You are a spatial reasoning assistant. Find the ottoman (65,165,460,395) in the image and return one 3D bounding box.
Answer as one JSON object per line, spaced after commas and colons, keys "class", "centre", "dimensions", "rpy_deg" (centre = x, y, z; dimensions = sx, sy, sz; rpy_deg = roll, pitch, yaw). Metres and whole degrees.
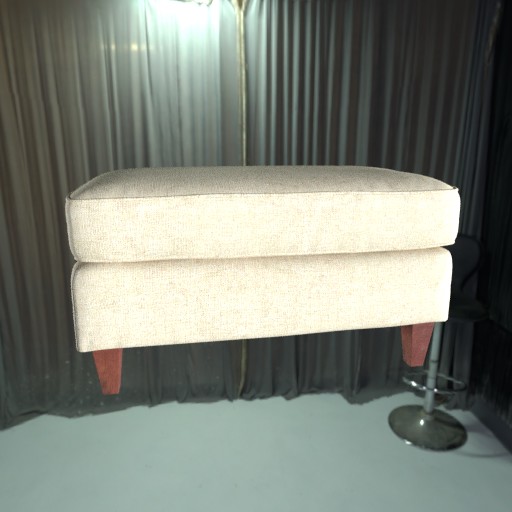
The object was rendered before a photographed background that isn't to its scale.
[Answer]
{"class": "ottoman", "centre": [0.000, 0.000, 1.224], "dimensions": [0.862, 0.484, 0.583], "rpy_deg": [-3, 15, -10]}
